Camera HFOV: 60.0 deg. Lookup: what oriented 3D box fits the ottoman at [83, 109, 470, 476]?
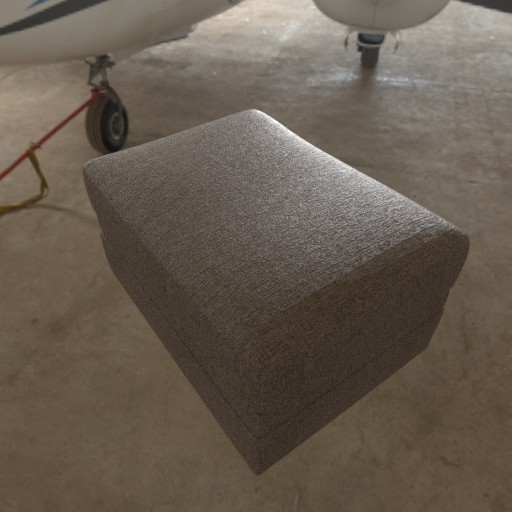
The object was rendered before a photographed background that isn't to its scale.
[{"bbox_3d":[0.000,0.000,1.245,0.637,0.478,0.885,-26,48,-26],"label":"ottoman"}]
